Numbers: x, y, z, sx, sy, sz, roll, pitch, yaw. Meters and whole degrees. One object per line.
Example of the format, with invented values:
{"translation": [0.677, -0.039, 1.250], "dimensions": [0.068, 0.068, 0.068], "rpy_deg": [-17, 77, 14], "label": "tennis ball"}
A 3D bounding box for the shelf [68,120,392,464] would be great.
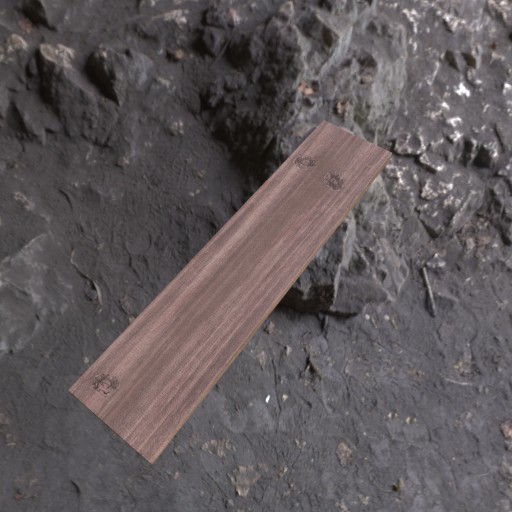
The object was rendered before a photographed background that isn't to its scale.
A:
{"translation": [0.000, 0.000, 0.672], "dimensions": [0.140, 0.020, 0.610], "rpy_deg": [32, 64, 18], "label": "shelf"}
